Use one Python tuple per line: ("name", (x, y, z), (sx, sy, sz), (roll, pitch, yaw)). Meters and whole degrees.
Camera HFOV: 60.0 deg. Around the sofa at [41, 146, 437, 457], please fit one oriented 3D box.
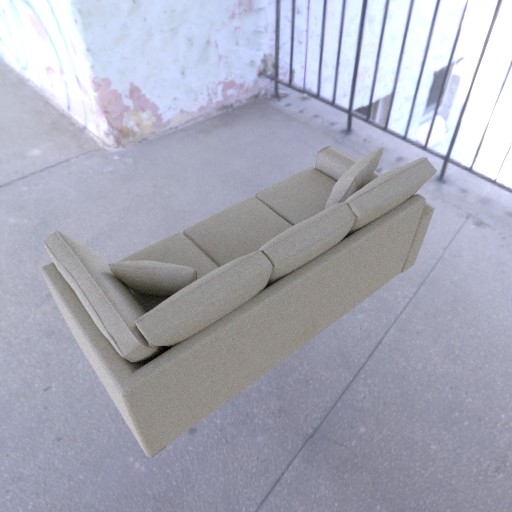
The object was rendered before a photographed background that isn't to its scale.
("sofa", (0.000, 0.000, 2.880), (2.317, 0.962, 1.061), (-30, 52, -27))
